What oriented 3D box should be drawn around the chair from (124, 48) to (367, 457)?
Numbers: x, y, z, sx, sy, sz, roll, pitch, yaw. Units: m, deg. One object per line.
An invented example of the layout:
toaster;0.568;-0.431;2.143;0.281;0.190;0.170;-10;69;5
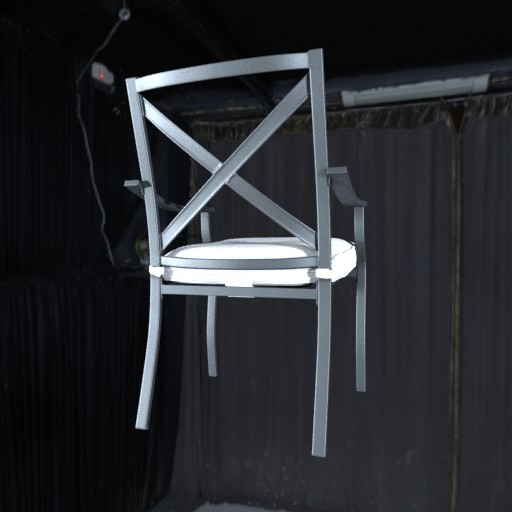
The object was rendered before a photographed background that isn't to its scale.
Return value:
chair;0.000;0.000;1.275;0.575;0.889;0.620;0;0;19
